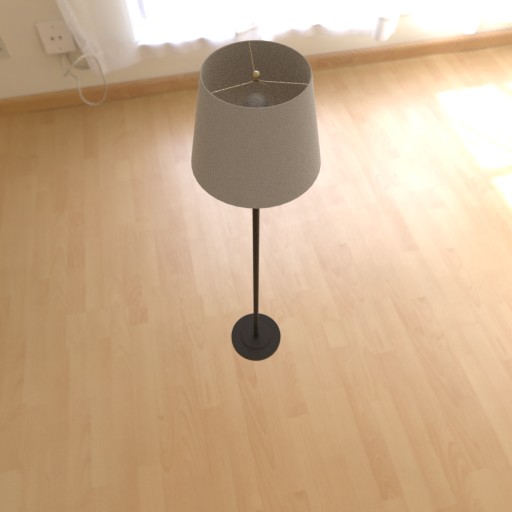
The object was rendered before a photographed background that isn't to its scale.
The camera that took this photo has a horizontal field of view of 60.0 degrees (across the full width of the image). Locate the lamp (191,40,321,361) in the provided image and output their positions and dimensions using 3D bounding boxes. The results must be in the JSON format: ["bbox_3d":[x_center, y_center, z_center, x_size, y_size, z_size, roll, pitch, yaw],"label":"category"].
[{"bbox_3d":[0.000,0.000,1.589,0.348,1.473,0.348,-33,63,-20],"label":"lamp"}]
